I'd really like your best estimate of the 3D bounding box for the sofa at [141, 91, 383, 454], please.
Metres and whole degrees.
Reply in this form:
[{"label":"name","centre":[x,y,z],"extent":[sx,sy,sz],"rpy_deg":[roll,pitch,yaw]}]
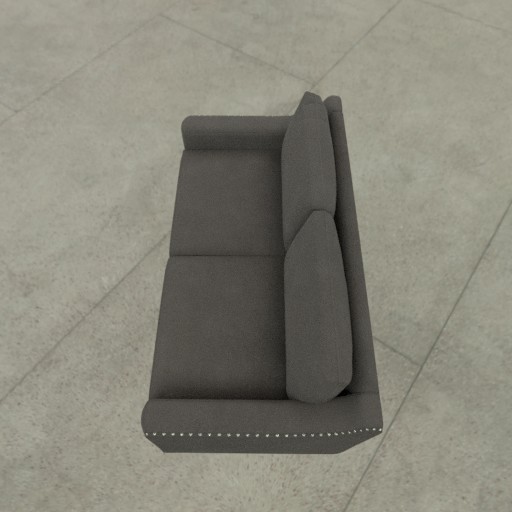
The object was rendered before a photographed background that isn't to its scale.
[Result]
[{"label":"sofa","centre":[0.000,0.000,3.246],"extent":[1.336,1.196,2.550],"rpy_deg":[1,59,0]}]
